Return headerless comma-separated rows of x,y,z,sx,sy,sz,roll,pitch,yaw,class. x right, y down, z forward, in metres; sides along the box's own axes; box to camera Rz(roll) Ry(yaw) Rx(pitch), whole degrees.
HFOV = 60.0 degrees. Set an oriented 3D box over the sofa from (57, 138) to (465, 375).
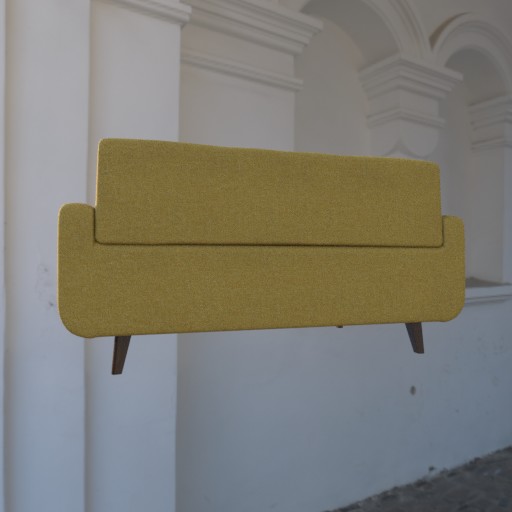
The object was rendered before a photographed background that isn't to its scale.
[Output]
0.000,0.000,2.116,1.631,0.841,0.909,0,-1,-16,sofa
